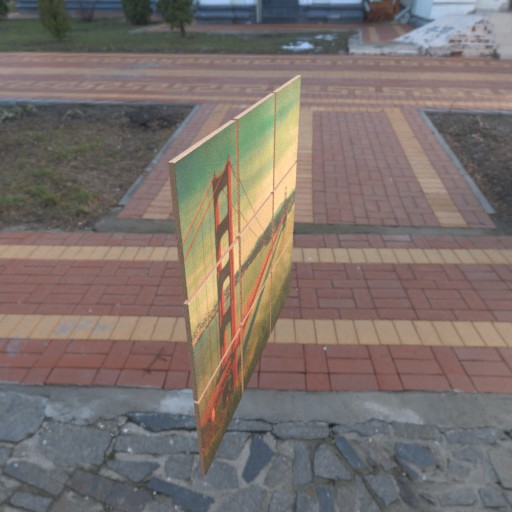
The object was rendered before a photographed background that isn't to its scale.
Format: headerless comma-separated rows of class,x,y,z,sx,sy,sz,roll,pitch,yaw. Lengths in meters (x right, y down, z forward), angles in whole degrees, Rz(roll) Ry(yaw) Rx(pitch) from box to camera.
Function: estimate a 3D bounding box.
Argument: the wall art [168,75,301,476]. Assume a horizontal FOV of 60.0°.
wall art,0.000,0.000,1.824,0.016,1.207,1.217,10,33,16
